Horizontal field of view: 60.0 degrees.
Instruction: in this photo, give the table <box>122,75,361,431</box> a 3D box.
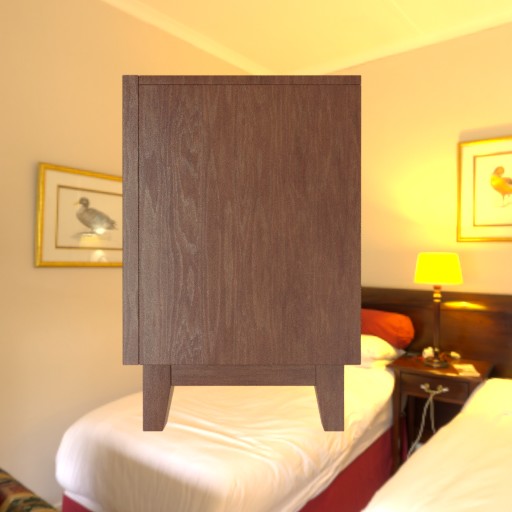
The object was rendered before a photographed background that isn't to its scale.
[{"bbox_3d":[0.000,0.000,1.023,0.449,0.609,0.557,0,0,0],"label":"table"}]
